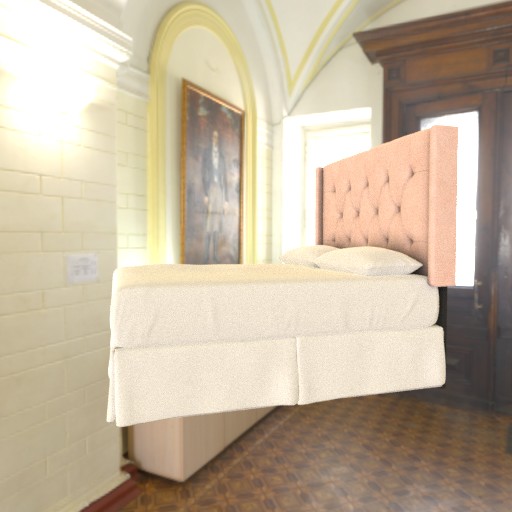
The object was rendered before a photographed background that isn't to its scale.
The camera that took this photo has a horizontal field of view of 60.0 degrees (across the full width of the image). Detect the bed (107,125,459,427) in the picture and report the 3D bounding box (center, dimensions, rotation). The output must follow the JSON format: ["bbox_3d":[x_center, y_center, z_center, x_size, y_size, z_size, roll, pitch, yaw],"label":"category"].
[{"bbox_3d":[0.000,0.000,3.243,2.066,1.665,1.719,-1,2,-17],"label":"bed"}]
